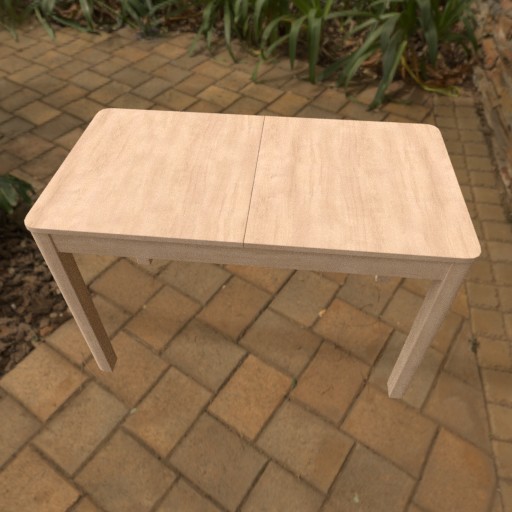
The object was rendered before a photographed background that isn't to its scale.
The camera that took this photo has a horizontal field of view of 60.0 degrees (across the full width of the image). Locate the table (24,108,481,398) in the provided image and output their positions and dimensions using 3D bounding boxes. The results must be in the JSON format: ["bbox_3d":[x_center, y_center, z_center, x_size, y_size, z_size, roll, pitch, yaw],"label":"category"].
[{"bbox_3d":[0.000,0.000,1.905,1.400,0.900,0.750,4,47,4],"label":"table"}]
